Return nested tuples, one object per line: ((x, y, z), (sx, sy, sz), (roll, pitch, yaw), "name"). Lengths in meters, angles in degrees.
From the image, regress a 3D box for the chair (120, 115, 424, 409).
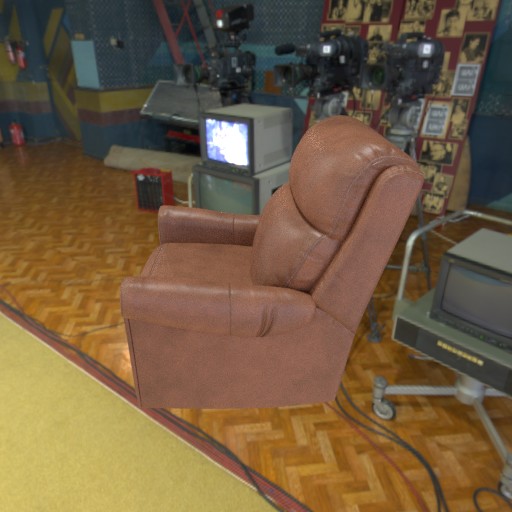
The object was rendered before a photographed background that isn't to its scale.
((0.000, 0.000, 1.838), (1.014, 1.054, 0.838), (0, 26, -1), "chair")
